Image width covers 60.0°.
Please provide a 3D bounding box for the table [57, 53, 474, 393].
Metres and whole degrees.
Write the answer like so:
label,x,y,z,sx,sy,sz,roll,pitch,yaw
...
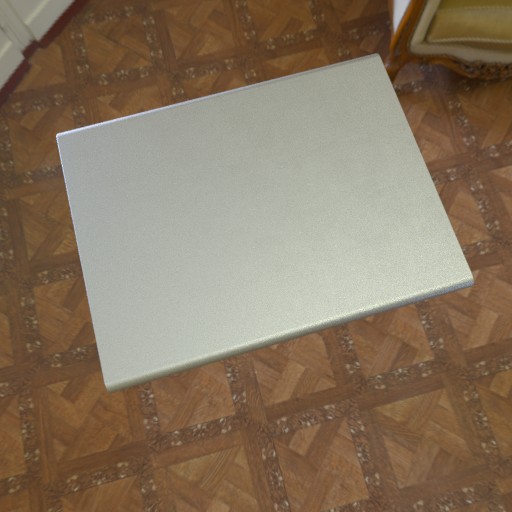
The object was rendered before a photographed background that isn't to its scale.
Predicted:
label,x,y,z,sx,sy,sz,roll,pitch,yaw
table,0.000,0.000,1.365,0.762,0.876,0.584,-16,76,-4
